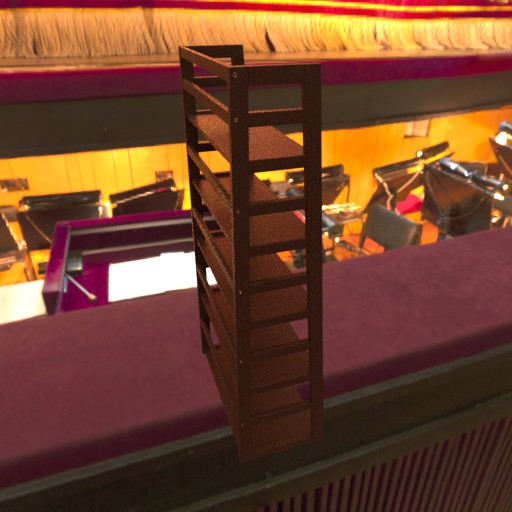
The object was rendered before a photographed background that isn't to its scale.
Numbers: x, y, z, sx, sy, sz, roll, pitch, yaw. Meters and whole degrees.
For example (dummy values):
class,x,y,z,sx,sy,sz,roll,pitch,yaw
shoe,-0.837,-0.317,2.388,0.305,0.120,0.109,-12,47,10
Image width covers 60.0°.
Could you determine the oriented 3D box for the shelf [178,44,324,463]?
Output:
class,x,y,z,sx,sy,sz,roll,pitch,yaw
shelf,0.000,0.000,1.911,0.403,1.600,0.763,-9,31,-16
